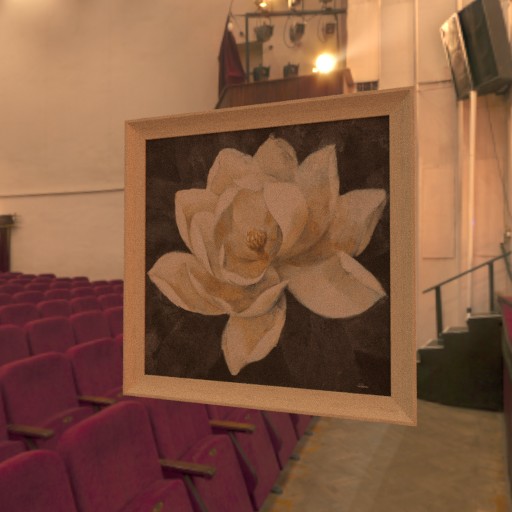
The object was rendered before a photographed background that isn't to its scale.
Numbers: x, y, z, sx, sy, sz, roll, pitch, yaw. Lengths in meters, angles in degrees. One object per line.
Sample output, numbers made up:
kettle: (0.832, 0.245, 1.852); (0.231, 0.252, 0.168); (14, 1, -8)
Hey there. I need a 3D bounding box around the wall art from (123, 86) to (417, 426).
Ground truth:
wall art: (0.000, 0.000, 1.501); (1.016, 1.016, 0.045); (0, -1, 18)
